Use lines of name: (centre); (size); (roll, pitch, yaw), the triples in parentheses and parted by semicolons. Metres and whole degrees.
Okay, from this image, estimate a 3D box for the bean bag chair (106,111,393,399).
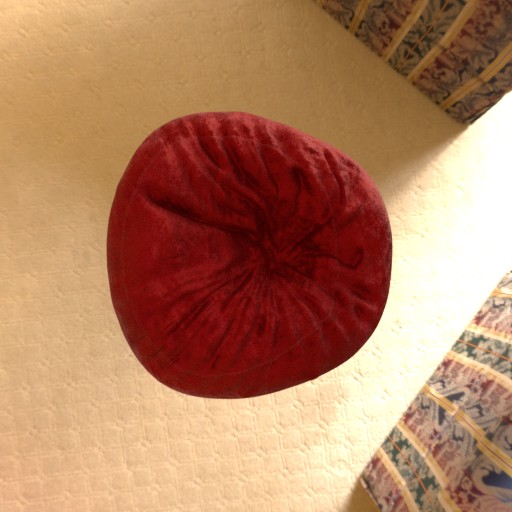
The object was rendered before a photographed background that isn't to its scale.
bean bag chair: (0.000, 0.000, 2.467); (1.524, 0.878, 1.524); (0, 89, -1)
